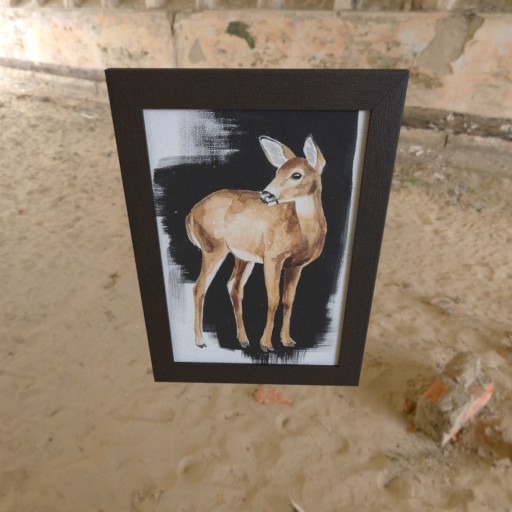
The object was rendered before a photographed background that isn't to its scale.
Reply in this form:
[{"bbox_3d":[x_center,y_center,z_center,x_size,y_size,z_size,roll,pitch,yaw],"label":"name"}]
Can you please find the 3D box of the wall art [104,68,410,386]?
[{"bbox_3d":[0.000,0.000,0.656,0.359,0.513,0.017,1,30,1],"label":"wall art"}]
